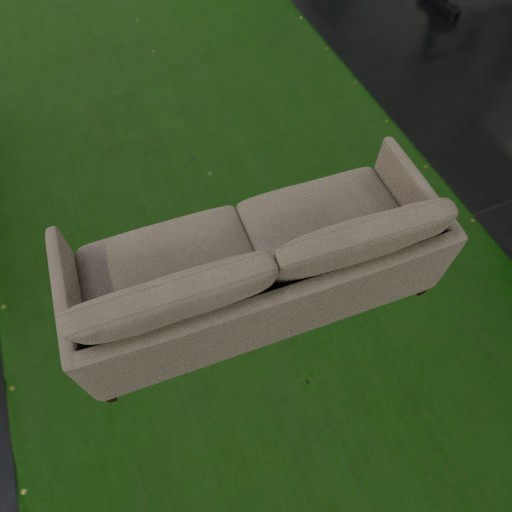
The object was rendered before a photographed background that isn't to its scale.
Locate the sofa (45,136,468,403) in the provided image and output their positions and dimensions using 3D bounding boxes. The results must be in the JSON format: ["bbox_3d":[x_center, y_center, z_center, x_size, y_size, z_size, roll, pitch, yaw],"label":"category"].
[{"bbox_3d":[0.000,0.000,2.860,2.404,0.912,0.988,-17,59,-11],"label":"sofa"}]
